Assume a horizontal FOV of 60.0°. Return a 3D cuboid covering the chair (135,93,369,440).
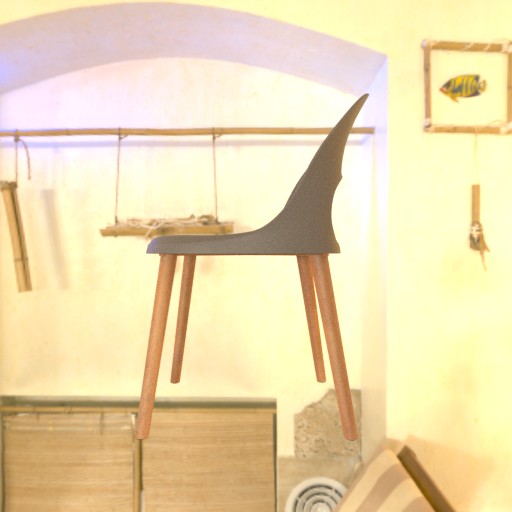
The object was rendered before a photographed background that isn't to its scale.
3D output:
[{"bbox_3d":[0.000,0.000,1.174,0.556,0.795,0.470,0,1,0],"label":"chair"}]
